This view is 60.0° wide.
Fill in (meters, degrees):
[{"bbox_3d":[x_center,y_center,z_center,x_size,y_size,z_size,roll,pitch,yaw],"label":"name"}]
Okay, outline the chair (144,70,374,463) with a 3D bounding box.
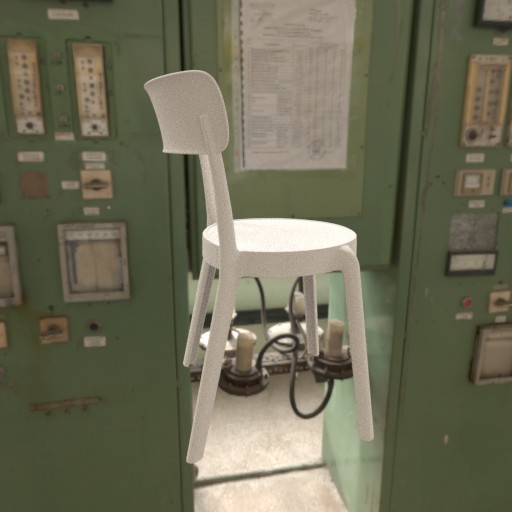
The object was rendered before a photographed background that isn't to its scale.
[{"bbox_3d":[0.000,0.000,1.102,0.491,0.790,0.506,-3,15,-10],"label":"chair"}]
